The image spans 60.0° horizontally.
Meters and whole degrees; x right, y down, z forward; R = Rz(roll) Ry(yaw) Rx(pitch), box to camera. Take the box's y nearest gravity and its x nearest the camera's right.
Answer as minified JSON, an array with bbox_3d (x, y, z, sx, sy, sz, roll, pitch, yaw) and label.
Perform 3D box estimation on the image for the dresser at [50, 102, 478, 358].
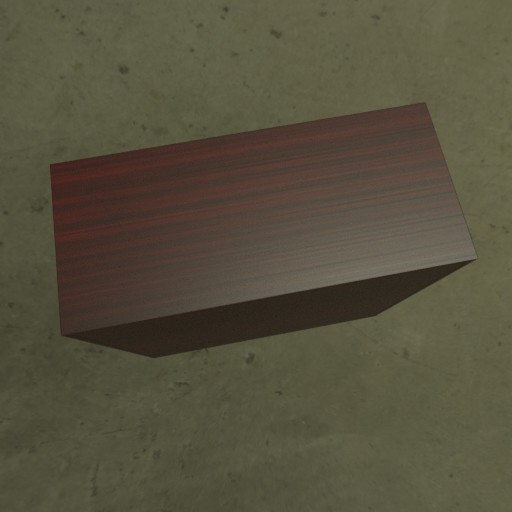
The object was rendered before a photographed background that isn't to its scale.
[{"bbox_3d":[0.000,0.000,1.175,0.750,0.720,0.360,-10,74,-3],"label":"dresser"}]
